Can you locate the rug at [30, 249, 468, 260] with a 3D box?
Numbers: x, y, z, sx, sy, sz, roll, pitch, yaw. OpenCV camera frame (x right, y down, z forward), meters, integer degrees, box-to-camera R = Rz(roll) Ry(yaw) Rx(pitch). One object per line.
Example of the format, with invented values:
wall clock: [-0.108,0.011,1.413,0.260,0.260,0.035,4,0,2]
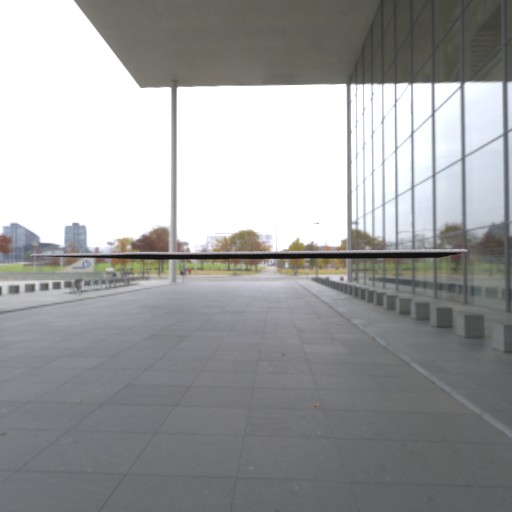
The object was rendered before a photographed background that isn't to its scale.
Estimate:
rug: [0.000,0.000,1.074,0.867,0.007,0.515,0,-1,18]
